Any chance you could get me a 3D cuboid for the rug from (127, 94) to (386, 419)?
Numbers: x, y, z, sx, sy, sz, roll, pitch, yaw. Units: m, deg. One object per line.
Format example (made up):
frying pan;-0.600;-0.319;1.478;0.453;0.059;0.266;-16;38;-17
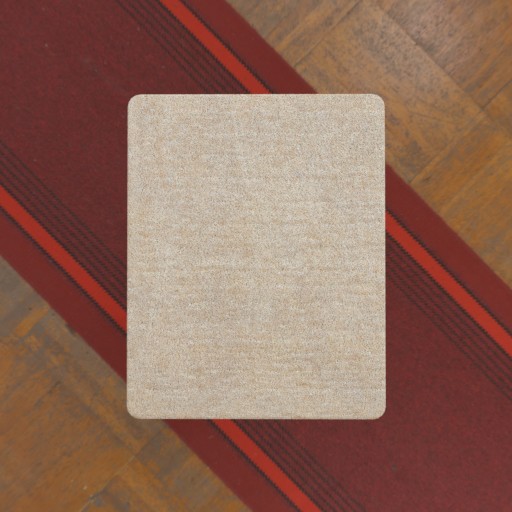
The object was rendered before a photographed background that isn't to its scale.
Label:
rug;0.000;0.000;3.455;2.009;0.048;2.528;0;89;0
